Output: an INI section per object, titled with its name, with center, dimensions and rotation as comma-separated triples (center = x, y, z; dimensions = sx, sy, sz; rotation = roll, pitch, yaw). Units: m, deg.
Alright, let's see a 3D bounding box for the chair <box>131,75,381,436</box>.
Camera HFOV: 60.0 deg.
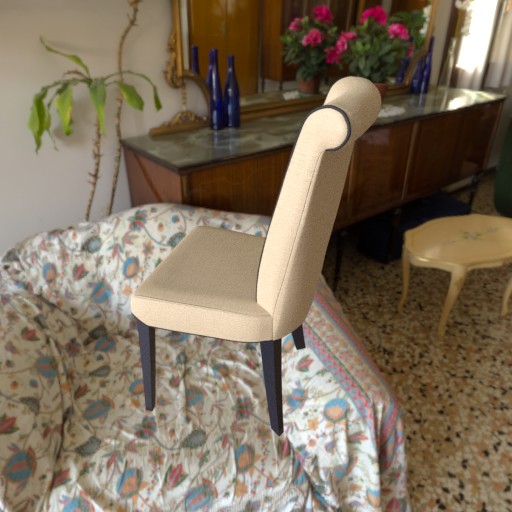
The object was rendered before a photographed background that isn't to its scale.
[chair]
center = 0.000, 0.000, 1.358
dimensions = 0.623, 0.997, 0.522
rotation = 7, 30, 13
